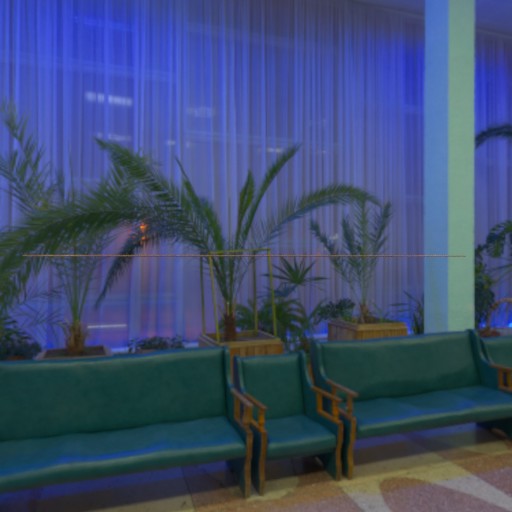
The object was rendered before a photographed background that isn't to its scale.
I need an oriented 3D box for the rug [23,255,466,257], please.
[{"bbox_3d":[0.000,0.000,2.726,2.444,0.010,0.799,0,0,-17],"label":"rug"}]
